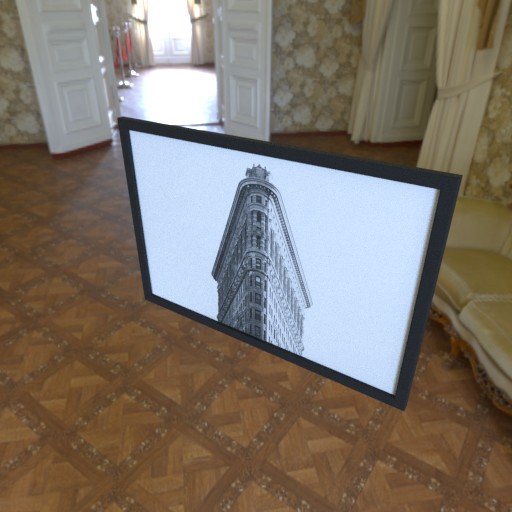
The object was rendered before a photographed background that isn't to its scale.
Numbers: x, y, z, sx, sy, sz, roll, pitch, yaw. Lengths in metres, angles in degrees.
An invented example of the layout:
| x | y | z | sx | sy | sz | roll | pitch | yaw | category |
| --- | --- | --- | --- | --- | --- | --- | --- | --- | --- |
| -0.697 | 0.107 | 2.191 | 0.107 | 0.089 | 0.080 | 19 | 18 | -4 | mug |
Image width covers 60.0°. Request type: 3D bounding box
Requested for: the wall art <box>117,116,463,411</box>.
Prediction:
| x | y | z | sx | sy | sz | roll | pitch | yaw | category |
| --- | --- | --- | --- | --- | --- | --- | --- | --- | --- |
| 0.000 | 0.000 | 1.264 | 0.964 | 0.659 | 0.049 | 19 | 35 | 29 | wall art |
